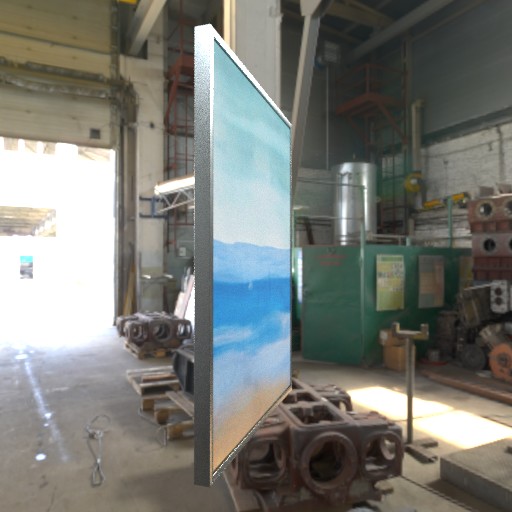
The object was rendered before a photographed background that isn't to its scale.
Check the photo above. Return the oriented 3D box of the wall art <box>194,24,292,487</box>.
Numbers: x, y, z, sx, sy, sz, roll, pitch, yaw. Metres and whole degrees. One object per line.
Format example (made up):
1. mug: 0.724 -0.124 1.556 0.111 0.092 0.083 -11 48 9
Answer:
1. wall art: 0.000 0.000 1.403 0.041 1.062 0.803 0 -1 18
